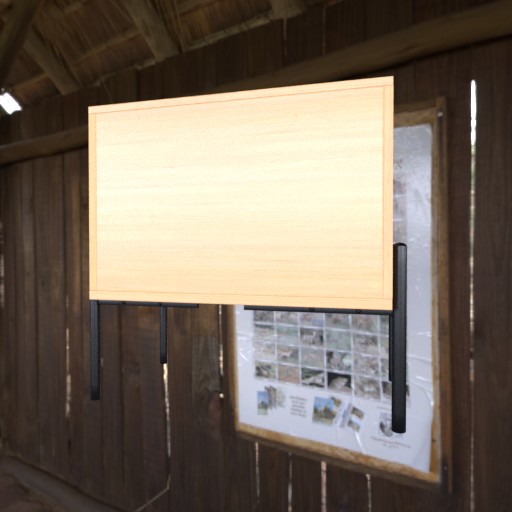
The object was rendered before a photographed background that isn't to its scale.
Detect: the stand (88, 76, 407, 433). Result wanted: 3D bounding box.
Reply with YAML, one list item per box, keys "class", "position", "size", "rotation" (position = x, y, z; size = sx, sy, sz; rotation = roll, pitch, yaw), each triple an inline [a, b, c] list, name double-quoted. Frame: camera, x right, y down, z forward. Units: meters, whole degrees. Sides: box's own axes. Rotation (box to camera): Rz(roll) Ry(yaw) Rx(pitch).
- class: "stand"
  position: [0.000, 0.000, 1.003]
  size: [0.630, 0.600, 0.400]
  rotation: [0, 1, 16]
